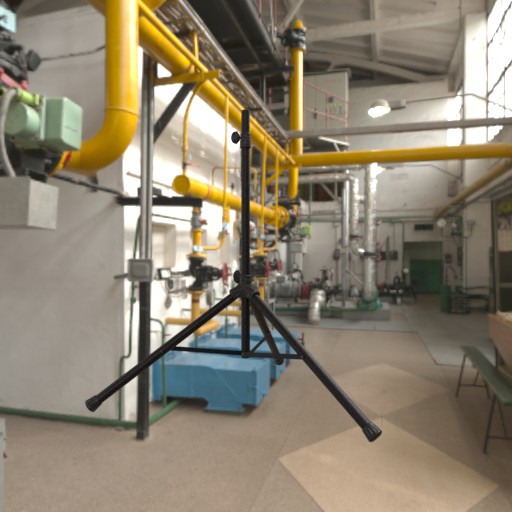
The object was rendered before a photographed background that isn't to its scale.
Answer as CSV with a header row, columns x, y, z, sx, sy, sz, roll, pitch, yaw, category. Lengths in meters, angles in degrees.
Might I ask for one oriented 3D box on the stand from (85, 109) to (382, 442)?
x,y,z,sx,sy,sz,roll,pitch,yaw,category
0.000,0.000,1.882,1.045,1.136,0.907,0,0,17,stand
